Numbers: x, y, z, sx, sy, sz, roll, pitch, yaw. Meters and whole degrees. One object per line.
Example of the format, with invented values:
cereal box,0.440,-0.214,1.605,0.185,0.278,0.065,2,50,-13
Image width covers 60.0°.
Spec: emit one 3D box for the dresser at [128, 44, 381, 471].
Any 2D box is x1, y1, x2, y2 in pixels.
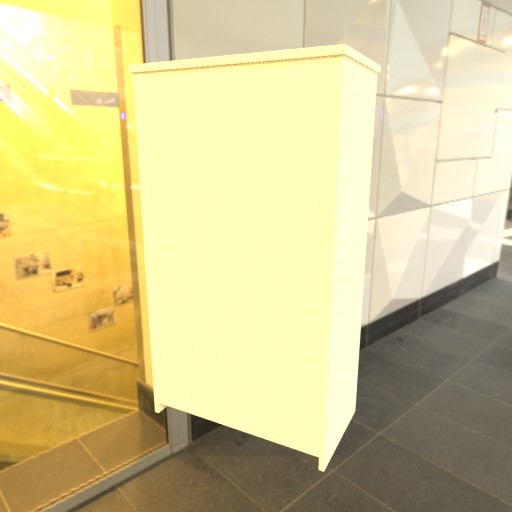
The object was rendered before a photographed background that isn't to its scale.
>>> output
dresser,0.000,0.000,1.575,0.704,1.255,0.399,8,17,27
